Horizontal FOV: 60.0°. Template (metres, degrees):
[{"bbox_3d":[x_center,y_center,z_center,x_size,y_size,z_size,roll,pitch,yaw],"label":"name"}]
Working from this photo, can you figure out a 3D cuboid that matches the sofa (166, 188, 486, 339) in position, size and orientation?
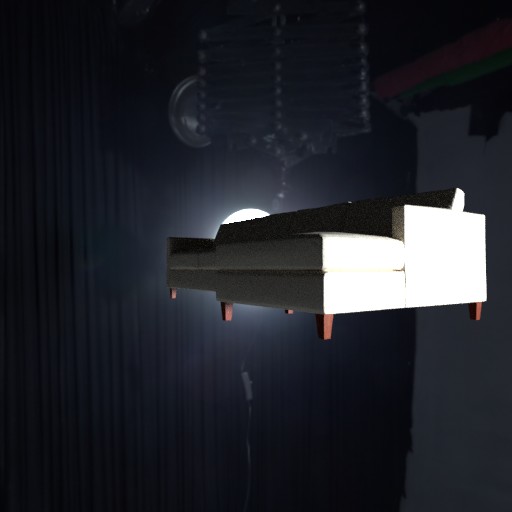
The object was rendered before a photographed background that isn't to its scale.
[{"bbox_3d":[0.000,0.000,4.097,1.603,0.954,3.471,1,-2,-35],"label":"sofa"}]
